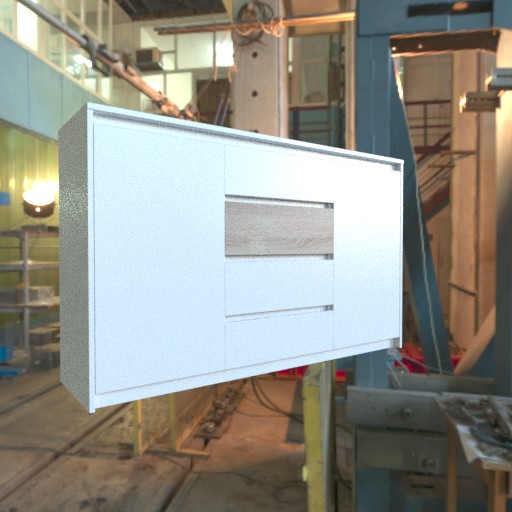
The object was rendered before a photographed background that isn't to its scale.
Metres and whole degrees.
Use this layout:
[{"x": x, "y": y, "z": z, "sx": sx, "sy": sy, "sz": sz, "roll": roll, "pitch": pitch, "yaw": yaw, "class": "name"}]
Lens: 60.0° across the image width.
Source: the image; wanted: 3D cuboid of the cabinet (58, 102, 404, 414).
[{"x": 0.000, "y": 0.000, "z": 1.844, "sx": 1.450, "sy": 0.900, "sz": 0.380, "roll": -1, "pitch": 1, "yaw": -36, "class": "cabinet"}]
